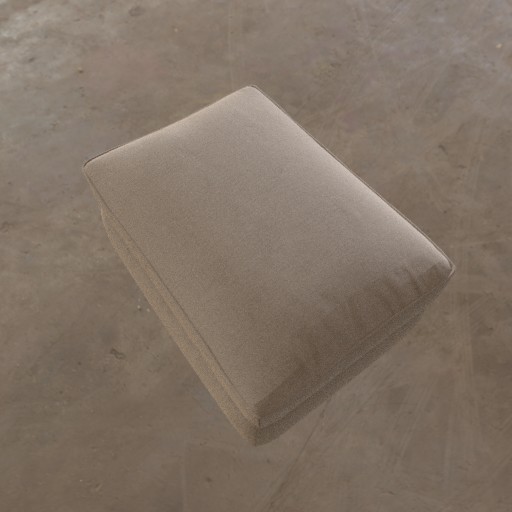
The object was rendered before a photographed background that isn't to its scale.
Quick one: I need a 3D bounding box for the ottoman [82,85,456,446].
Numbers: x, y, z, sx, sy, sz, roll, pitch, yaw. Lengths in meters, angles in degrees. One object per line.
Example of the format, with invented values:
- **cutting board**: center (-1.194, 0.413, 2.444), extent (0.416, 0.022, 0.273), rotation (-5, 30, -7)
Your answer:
- **ottoman**: center (0.000, 0.000, 1.010), extent (0.501, 0.456, 0.665), rotation (-32, 63, -18)
